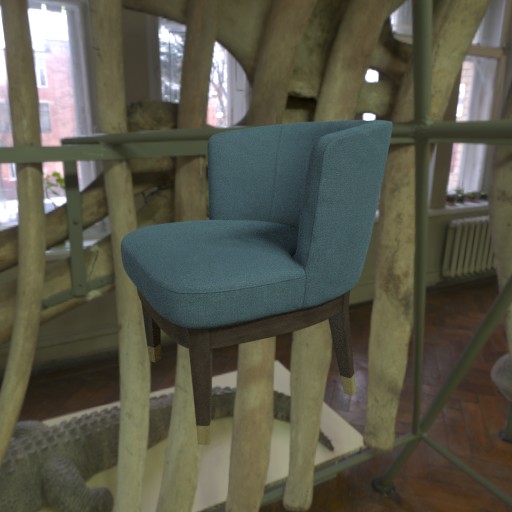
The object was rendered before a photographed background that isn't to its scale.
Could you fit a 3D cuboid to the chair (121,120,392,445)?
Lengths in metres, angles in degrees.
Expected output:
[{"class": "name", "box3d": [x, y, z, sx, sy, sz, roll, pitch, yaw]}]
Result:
[{"class": "chair", "box3d": [0.000, 0.000, 1.285, 0.702, 0.760, 0.661, -8, 18, -26]}]
